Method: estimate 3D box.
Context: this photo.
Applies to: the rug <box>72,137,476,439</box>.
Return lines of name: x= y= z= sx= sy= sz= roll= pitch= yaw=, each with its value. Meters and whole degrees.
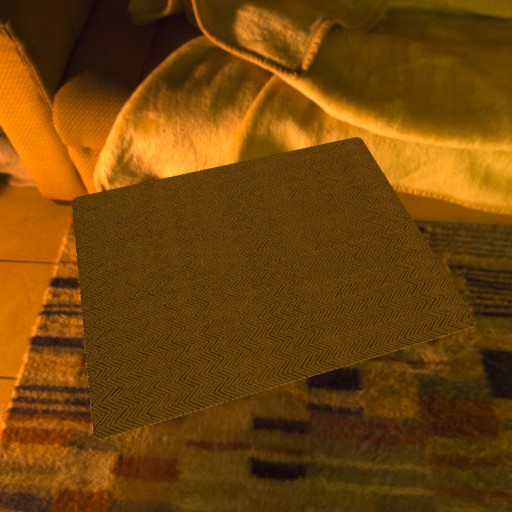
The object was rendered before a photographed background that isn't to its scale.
rug: x=0.000 y=0.000 z=4.139 sx=3.207 sy=0.014 sz=2.439 roll=-14 pitch=58 yaw=-9
